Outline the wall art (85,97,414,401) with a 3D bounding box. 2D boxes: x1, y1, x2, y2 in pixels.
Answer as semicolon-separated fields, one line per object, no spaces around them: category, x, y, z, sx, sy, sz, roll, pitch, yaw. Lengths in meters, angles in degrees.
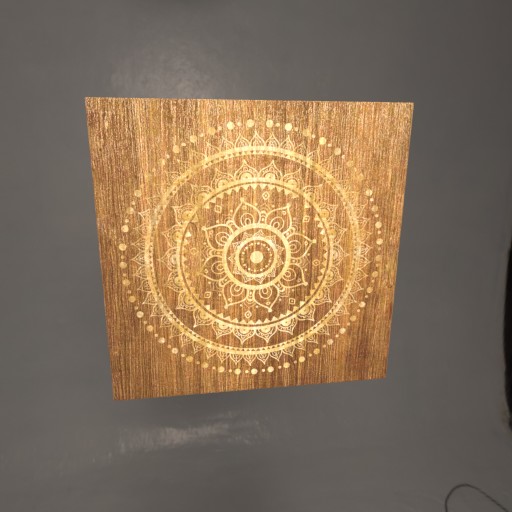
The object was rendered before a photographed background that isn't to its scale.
wall art;0.000;0.000;0.911;0.611;0.608;0.042;-3;16;-9
